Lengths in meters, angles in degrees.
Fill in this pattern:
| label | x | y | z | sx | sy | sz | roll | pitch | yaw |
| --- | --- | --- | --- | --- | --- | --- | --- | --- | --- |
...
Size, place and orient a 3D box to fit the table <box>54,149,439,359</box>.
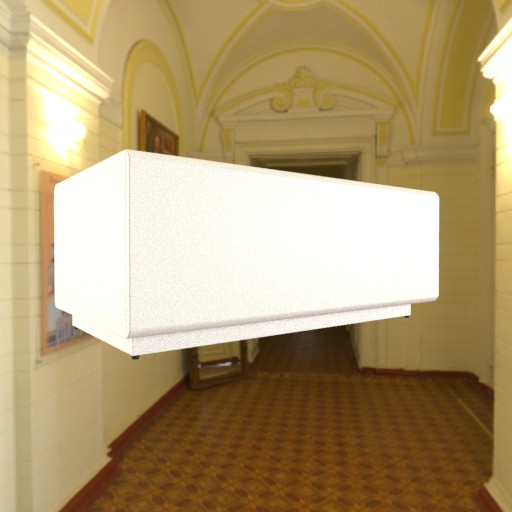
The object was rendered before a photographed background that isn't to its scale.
| label | x | y | z | sx | sy | sz | roll | pitch | yaw |
| --- | --- | --- | --- | --- | --- | --- | --- | --- | --- |
| table | 0.000 | 0.000 | 1.455 | 1.097 | 0.442 | 0.639 | -1 | 1 | -37 |
